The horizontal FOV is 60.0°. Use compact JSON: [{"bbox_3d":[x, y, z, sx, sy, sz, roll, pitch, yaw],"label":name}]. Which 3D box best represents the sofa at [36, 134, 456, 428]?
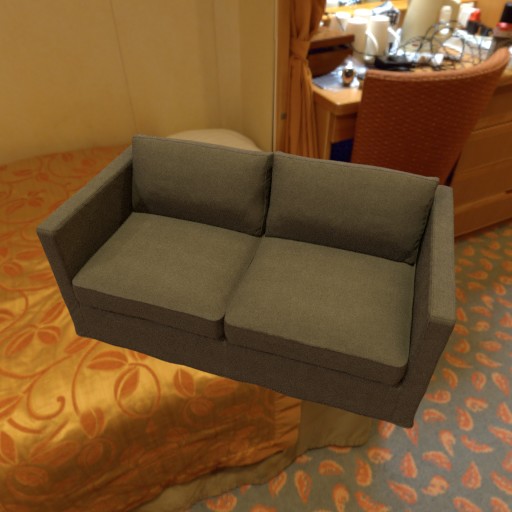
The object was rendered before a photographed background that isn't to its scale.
[{"bbox_3d":[0.000,0.000,2.268,1.802,0.854,0.974,12,42,13],"label":"sofa"}]
